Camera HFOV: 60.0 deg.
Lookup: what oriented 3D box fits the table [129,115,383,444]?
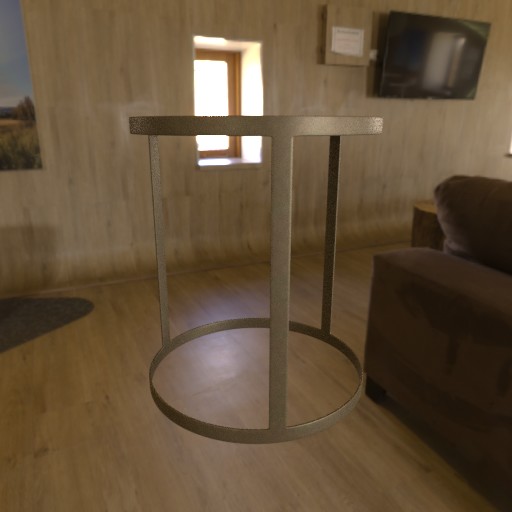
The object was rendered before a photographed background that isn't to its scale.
[{"bbox_3d":[0.000,0.000,0.948,0.480,0.565,0.480,0,17,0],"label":"table"}]
